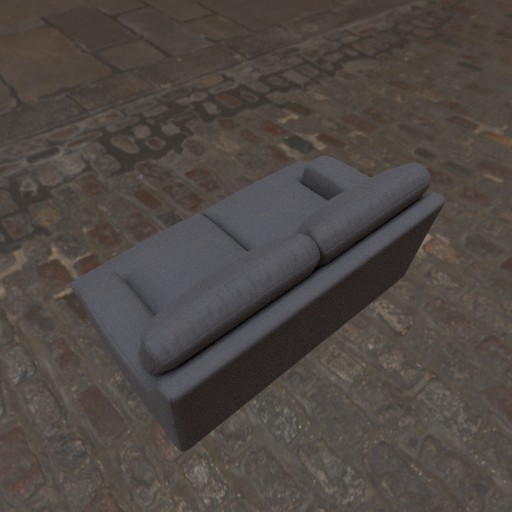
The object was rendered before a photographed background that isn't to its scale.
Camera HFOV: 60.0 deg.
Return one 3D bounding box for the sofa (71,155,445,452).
[{"bbox_3d":[0.000,0.000,2.549,1.880,0.940,1.143,-32,55,-26],"label":"sofa"}]
